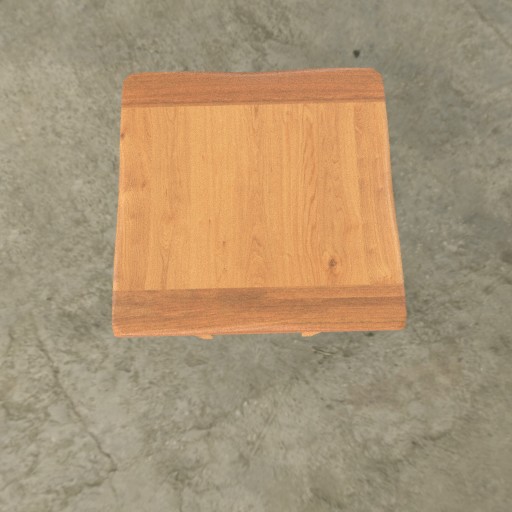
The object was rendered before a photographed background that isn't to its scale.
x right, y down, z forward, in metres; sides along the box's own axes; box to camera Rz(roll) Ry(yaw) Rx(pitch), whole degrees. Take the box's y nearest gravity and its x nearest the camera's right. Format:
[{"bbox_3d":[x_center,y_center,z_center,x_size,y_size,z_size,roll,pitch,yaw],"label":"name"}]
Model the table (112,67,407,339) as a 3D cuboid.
[{"bbox_3d":[0.000,0.000,0.935,0.360,0.740,0.360,-1,77,0],"label":"table"}]
